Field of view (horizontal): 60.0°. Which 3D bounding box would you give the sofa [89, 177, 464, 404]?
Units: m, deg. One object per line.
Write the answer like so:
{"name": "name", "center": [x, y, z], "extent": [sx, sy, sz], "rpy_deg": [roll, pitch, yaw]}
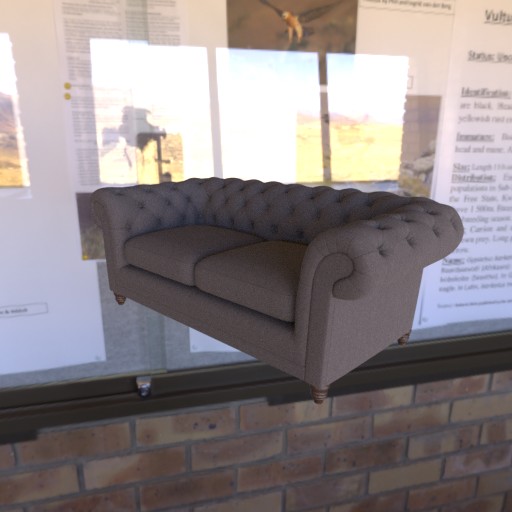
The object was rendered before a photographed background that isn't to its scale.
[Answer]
{"name": "sofa", "center": [0.000, 0.000, 2.509], "extent": [1.998, 0.764, 0.986], "rpy_deg": [14, 21, 42]}
